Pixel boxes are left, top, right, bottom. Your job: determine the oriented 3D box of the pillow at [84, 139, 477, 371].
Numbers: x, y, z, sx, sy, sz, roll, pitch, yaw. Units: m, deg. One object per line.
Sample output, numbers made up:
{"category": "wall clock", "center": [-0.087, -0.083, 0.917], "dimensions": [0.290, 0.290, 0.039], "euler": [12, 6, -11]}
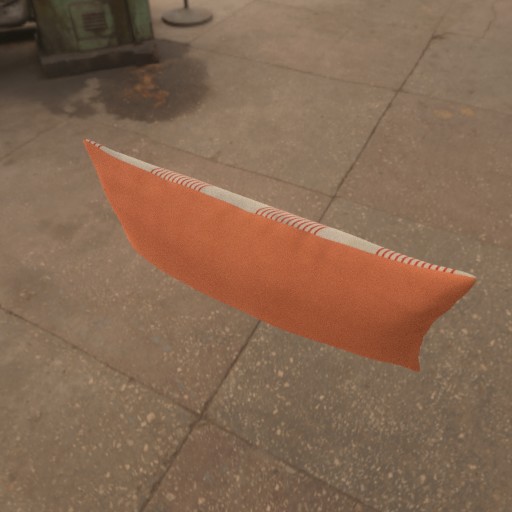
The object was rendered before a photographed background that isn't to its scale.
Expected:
{"category": "pillow", "center": [0.000, 0.000, 0.727], "dimensions": [0.608, 0.292, 0.156], "euler": [22, 50, 20]}
